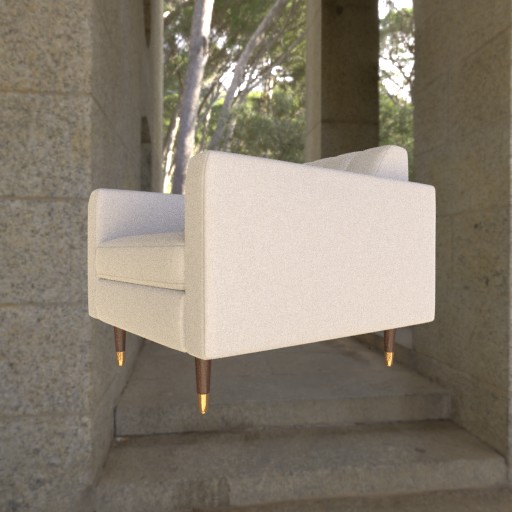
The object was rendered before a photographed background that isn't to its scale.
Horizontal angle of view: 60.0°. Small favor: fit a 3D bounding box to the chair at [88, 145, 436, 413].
[{"bbox_3d":[0.000,0.000,1.661,0.998,0.819,0.953,0,1,-37],"label":"chair"}]
